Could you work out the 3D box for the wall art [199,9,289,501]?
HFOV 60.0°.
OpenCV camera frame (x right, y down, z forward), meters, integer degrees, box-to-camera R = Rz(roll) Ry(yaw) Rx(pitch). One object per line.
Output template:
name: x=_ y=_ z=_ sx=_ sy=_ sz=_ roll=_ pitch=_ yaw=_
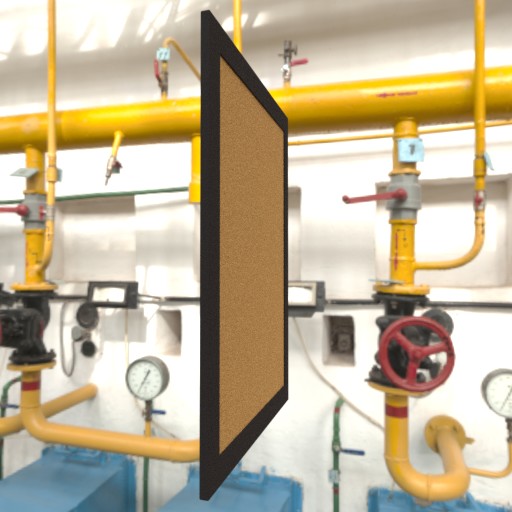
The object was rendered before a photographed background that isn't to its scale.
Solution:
wall art: x=0.000 y=0.000 z=0.656 sx=0.012 sy=0.529 sz=0.374 roll=0 pitch=-1 yaw=17
